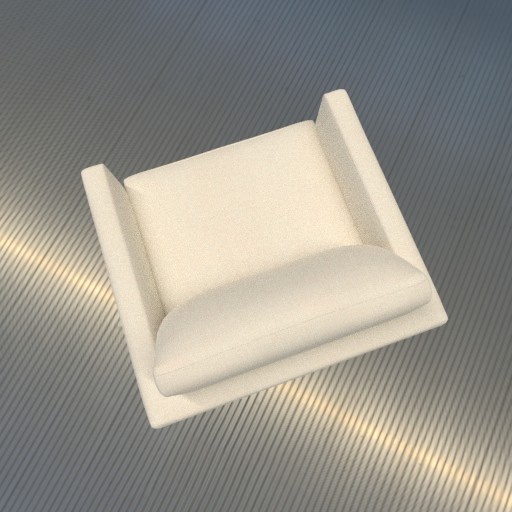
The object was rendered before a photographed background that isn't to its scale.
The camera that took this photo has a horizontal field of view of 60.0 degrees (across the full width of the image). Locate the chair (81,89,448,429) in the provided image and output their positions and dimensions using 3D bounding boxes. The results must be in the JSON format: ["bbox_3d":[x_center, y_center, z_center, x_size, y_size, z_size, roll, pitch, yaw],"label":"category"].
[{"bbox_3d":[0.000,0.000,1.598,0.964,0.806,0.875,-19,77,-5],"label":"chair"}]
